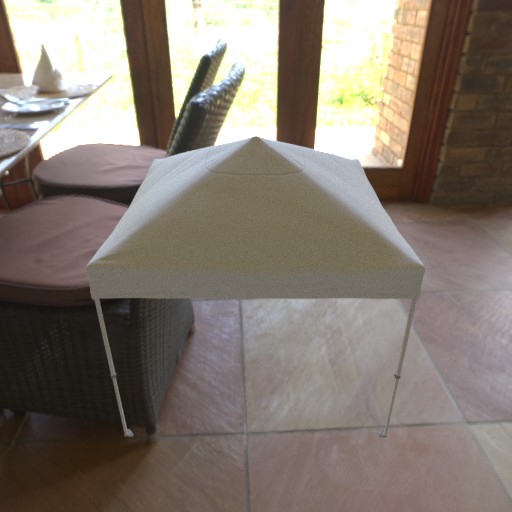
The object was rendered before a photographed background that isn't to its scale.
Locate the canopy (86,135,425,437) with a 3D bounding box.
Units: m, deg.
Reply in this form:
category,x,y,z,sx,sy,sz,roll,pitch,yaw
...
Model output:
category,x,y,z,sx,sy,sz,roll,pitch,yaw
canopy,0.000,0.000,5.522,2.998,2.997,2.996,0,30,0
